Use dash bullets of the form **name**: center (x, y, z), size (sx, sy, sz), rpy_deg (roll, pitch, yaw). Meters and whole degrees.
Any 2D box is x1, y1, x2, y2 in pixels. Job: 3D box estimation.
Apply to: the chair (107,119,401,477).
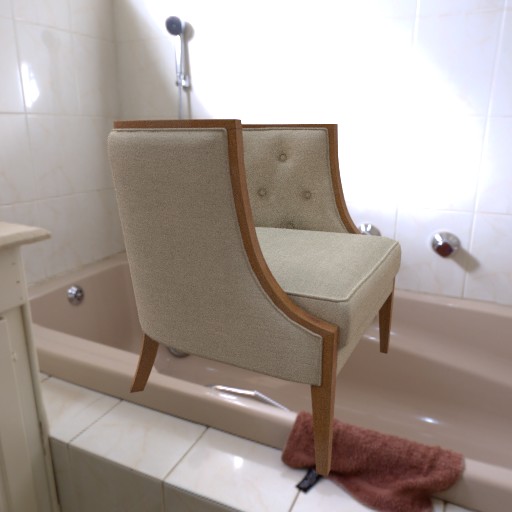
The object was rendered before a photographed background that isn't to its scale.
- **chair**: center (0.000, 0.000, 1.339), size (0.757, 0.775, 0.711), rpy_deg (8, 18, 26)
